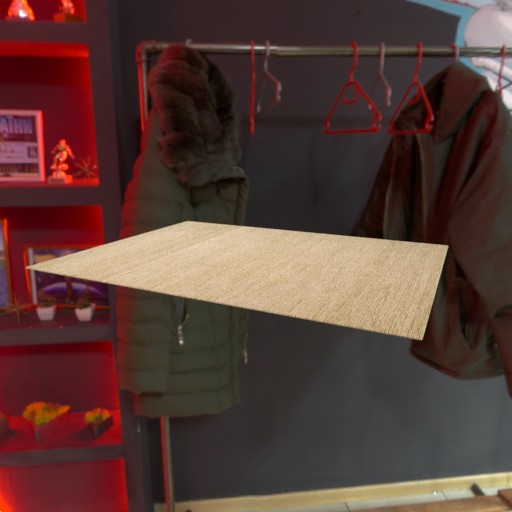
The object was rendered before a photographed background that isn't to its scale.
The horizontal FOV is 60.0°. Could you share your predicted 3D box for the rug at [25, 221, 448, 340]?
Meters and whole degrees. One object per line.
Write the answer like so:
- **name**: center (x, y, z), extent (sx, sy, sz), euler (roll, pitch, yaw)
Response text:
- **rug**: center (0.000, 0.000, 4.155), extent (3.198, 0.016, 2.425), euler (7, 16, 25)
